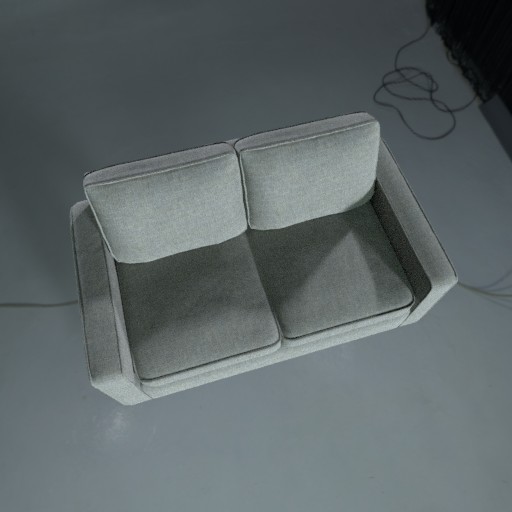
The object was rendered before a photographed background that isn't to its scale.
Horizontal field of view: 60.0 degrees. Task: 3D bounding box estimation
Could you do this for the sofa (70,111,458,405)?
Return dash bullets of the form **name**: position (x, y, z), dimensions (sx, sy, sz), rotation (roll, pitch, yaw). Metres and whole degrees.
- **sofa**: position (0.000, 0.000, 2.243), dimensions (1.706, 0.915, 0.945), rotation (-15, 64, -7)
